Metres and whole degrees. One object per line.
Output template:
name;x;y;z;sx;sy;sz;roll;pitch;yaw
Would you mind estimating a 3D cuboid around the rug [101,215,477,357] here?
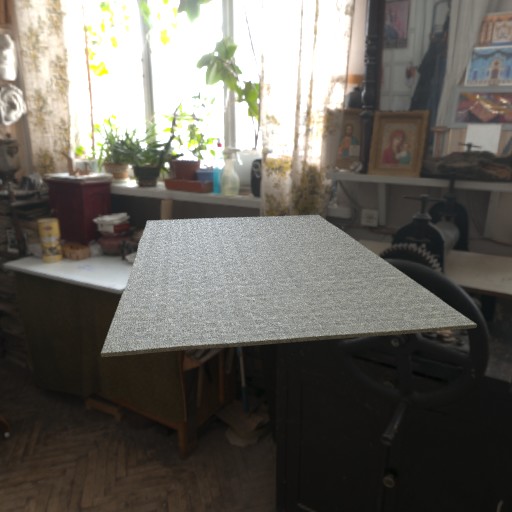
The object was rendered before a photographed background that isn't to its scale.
rug;0.000;0.000;2.838;1.532;0.018;2.297;-3;17;-9
